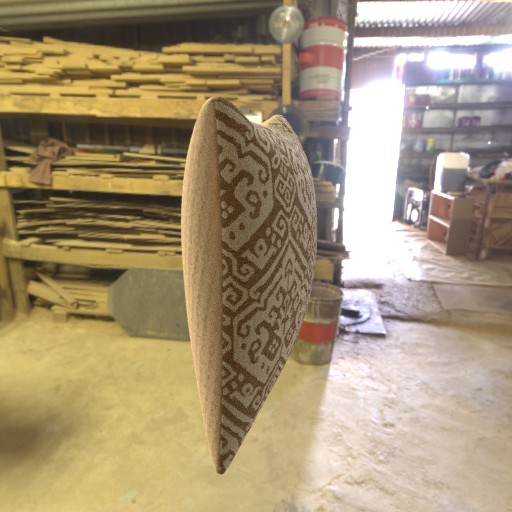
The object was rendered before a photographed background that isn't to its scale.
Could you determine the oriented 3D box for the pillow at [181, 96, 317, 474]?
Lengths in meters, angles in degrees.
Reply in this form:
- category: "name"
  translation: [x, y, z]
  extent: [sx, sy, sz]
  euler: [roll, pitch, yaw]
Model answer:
- category: "pillow"
  translation: [0.000, 0.000, 0.642]
  extent: [0.173, 0.407, 0.419]
  euler: [3, 15, 11]
